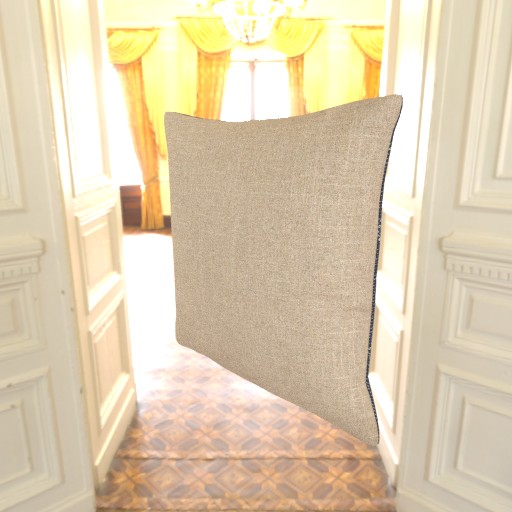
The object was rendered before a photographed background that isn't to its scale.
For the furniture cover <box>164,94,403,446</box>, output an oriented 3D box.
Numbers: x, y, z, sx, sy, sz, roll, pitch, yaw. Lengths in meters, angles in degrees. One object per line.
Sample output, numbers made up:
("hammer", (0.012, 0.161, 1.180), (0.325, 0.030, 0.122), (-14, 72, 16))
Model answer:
("furniture cover", (0.000, 0.000, 0.774), (0.511, 0.503, 0.162), (14, 21, 43))
